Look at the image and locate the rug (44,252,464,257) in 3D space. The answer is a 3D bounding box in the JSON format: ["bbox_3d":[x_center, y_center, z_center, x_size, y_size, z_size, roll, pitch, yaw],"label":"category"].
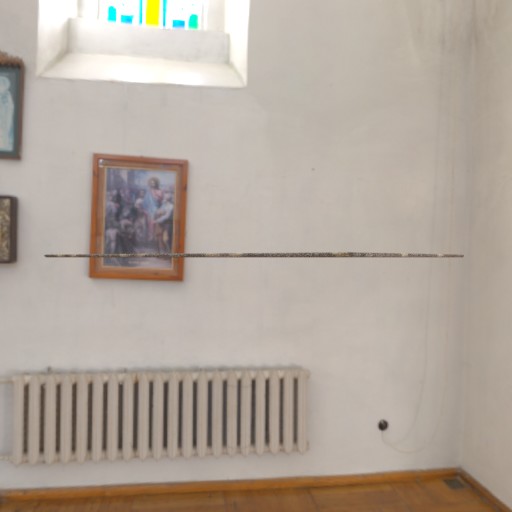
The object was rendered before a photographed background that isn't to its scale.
[{"bbox_3d":[0.000,0.000,4.023,3.000,0.026,2.399,0,0,37],"label":"rug"}]
